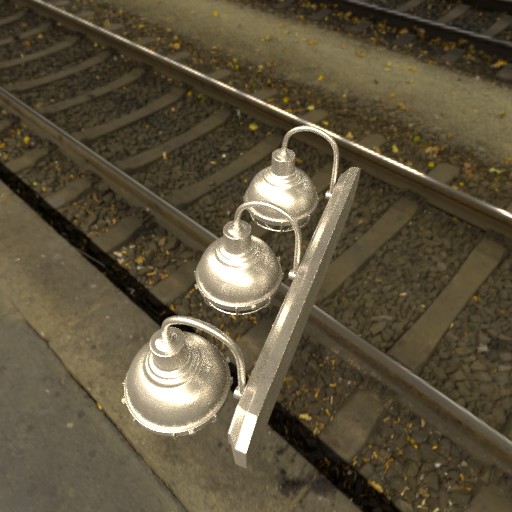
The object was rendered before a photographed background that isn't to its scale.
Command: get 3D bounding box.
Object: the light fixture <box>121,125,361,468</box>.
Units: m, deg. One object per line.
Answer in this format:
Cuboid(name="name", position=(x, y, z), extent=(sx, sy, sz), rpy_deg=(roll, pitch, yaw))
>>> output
Cuboid(name="light fixture", position=(0.000, 0.000, 0.774), extent=(0.229, 0.254, 0.634), rpy_deg=(16, 49, 15))
